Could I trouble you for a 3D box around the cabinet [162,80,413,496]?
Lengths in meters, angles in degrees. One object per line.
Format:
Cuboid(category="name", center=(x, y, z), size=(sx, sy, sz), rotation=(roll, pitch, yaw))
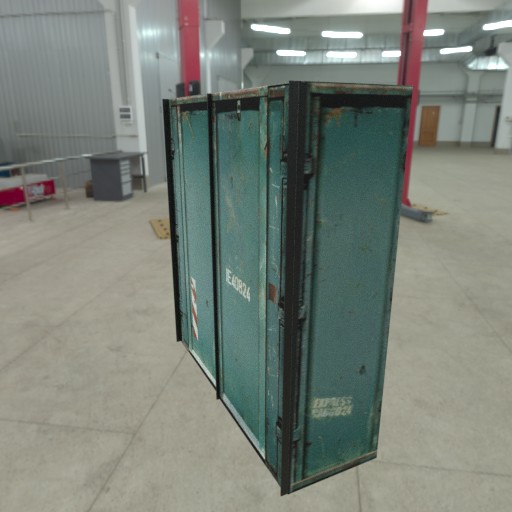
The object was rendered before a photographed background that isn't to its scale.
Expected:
Cuboid(category="cabinet", center=(0.000, 0.000, 3.141), size=(0.680, 2.160, 2.000), rotation=(-8, 19, -25))
